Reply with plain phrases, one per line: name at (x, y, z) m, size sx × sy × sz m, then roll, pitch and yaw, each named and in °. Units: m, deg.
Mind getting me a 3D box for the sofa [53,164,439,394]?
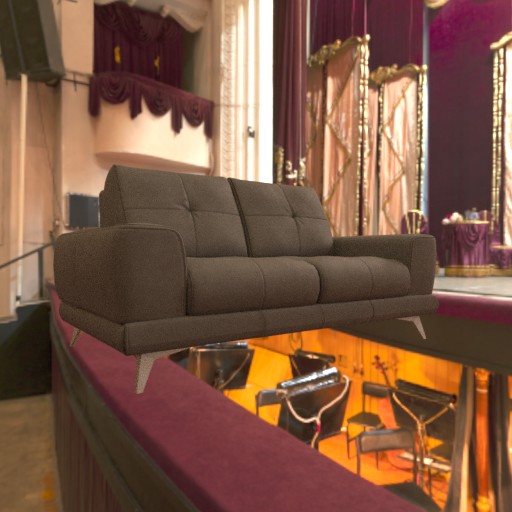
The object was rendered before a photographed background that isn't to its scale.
sofa at (0.000, 0.000, 2.320) m, size 1.806 × 0.907 × 1.018 m, roll 0°, pitch 1°, yaw -36°
